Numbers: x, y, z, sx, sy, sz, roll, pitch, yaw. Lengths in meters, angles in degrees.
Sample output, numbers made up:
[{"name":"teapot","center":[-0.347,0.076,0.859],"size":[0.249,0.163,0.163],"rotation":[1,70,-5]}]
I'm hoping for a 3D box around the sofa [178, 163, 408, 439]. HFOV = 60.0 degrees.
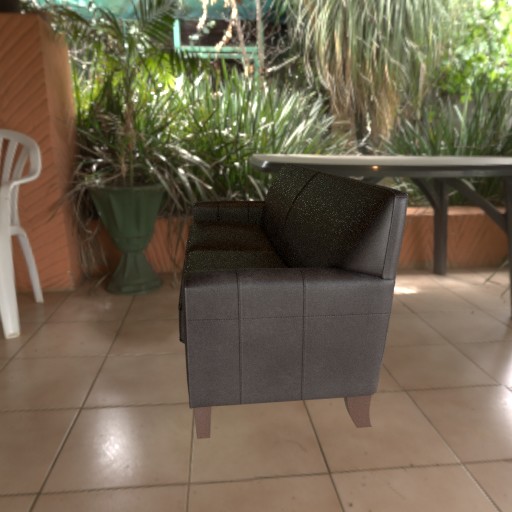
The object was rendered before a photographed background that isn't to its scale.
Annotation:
[{"name":"sofa","center":[0.000,0.000,2.540],"size":[0.805,0.947,2.053],"rotation":[-2,15,-7]}]
